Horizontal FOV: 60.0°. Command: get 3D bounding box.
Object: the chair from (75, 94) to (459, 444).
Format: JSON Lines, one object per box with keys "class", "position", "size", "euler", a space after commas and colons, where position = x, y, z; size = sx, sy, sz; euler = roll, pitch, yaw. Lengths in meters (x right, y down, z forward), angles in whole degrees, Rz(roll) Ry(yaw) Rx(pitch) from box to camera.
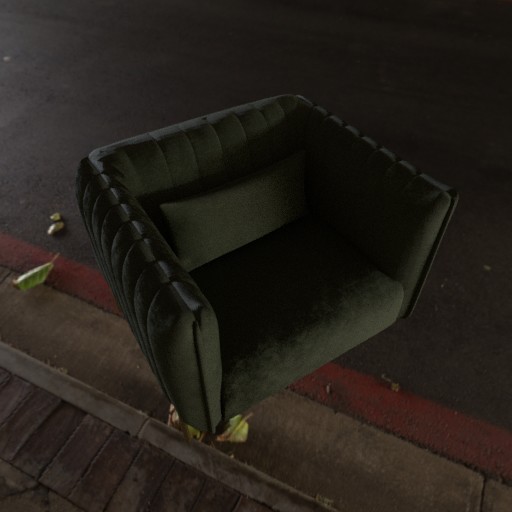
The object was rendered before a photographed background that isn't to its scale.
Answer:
{"class": "chair", "position": [0.000, 0.000, 1.674], "size": [1.032, 0.794, 0.877], "euler": [-24, 50, -22]}
